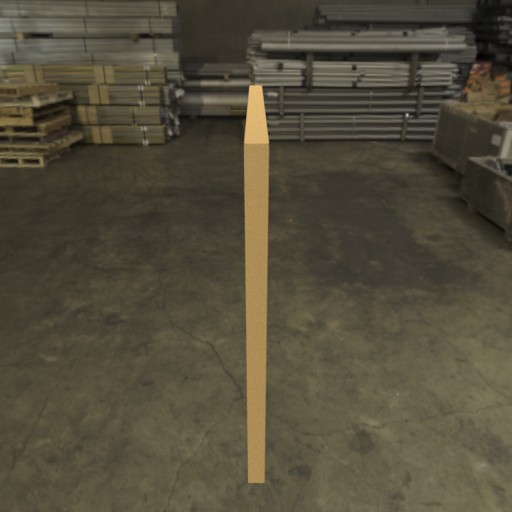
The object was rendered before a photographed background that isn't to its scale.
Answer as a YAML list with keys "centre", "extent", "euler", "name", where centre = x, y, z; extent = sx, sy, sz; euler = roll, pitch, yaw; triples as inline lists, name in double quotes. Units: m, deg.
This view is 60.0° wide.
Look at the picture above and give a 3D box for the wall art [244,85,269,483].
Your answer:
- centre: [0.000, 0.000, 1.165]
  extent: [0.037, 0.761, 0.761]
  euler: [0, 27, 0]
  name: "wall art"
